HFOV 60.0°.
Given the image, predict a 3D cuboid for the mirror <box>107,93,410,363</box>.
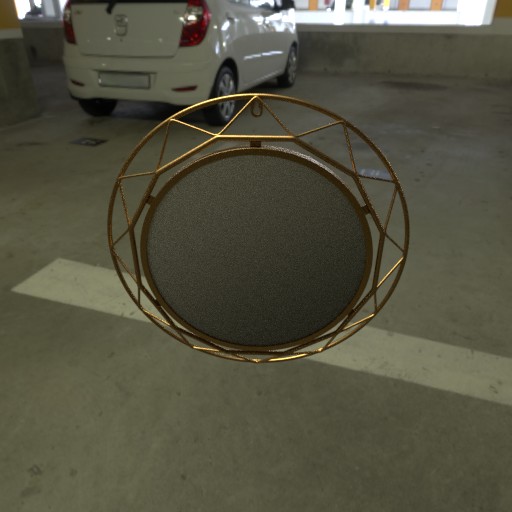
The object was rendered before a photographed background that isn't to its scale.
[{"bbox_3d":[0.000,0.000,0.658,0.454,0.454,0.043,1,30,2],"label":"mirror"}]
